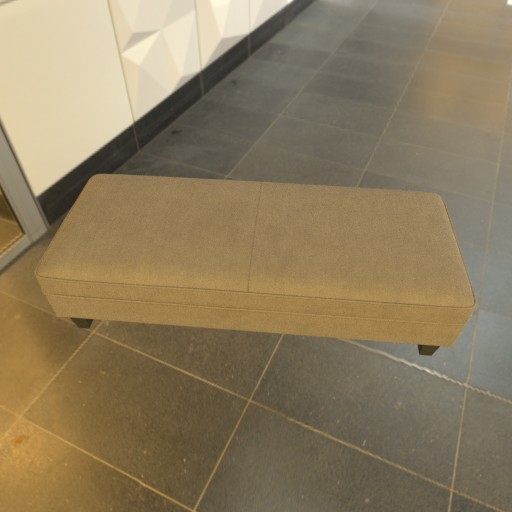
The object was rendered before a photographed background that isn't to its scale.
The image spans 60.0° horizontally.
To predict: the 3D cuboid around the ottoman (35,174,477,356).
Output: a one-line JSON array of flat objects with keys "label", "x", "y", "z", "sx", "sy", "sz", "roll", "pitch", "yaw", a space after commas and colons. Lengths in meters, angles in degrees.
[{"label": "ottoman", "x": 0.000, "y": 0.000, "z": 2.086, "sx": 1.764, "sy": 0.470, "sz": 0.751, "roll": 4, "pitch": 46, "yaw": 4}]
